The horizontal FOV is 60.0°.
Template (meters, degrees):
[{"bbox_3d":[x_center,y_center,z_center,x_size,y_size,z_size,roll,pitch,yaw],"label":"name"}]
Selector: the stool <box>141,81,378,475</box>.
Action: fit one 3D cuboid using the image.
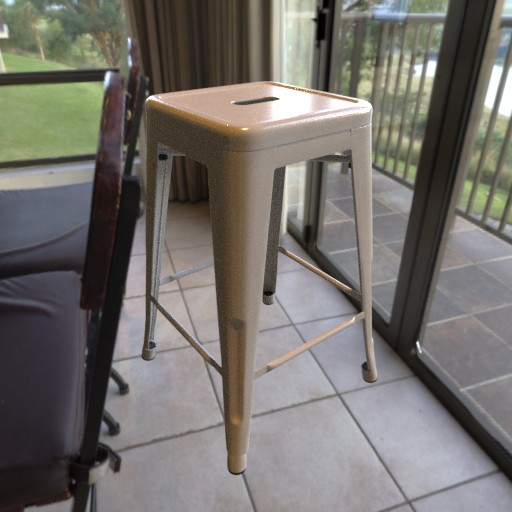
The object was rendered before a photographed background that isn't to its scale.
[{"bbox_3d":[0.000,0.000,0.896,0.406,0.610,0.406,-21,36,-32],"label":"stool"}]
